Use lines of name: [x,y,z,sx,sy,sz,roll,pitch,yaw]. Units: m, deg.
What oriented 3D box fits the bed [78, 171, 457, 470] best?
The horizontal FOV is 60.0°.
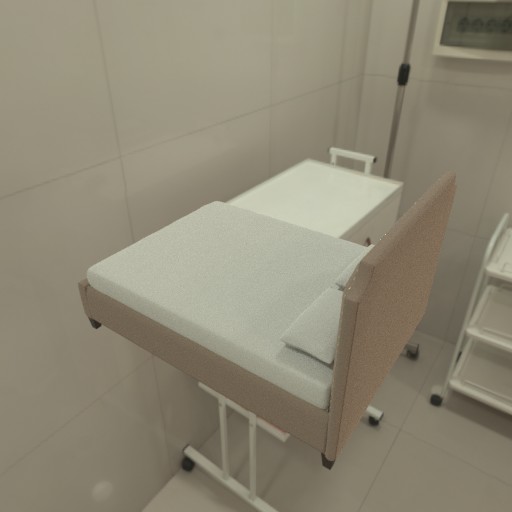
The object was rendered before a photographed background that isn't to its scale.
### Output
bed: [0.000,0.000,3.439,2.372,1.443,1.713,20,37,30]
